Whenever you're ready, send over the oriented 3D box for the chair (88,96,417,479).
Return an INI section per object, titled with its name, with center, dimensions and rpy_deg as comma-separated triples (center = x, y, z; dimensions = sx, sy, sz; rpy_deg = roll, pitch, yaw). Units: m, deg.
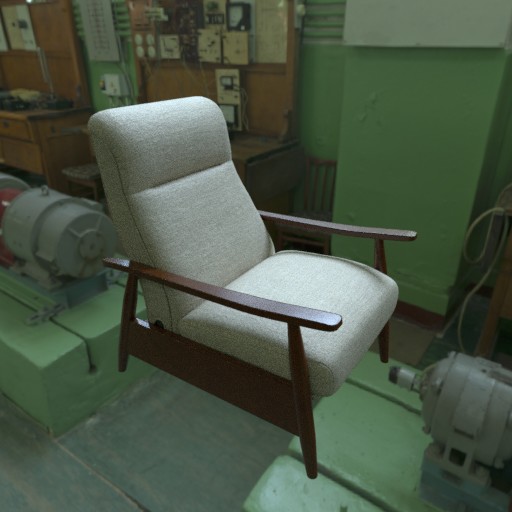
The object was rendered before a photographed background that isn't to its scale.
[chair]
center = 0.000, 0.000, 1.730
dimensions = 1.014, 1.082, 0.762
rpy_deg = 17, 31, 30
